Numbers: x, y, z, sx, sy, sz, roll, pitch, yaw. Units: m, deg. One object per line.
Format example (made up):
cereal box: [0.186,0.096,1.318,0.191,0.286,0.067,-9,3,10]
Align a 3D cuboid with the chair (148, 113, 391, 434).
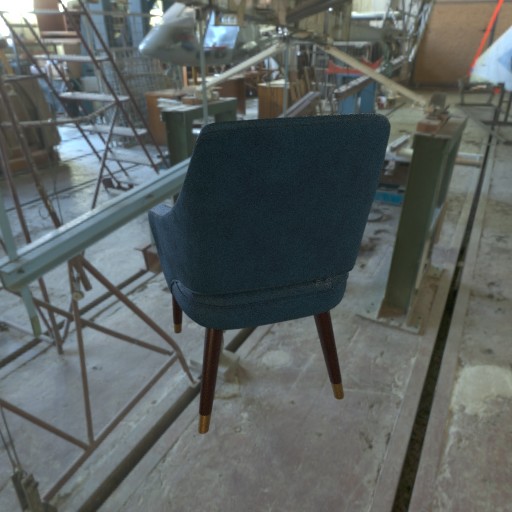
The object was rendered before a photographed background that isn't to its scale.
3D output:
chair: [0.000,0.000,1.581,0.683,1.081,0.794,-8,28,-16]
